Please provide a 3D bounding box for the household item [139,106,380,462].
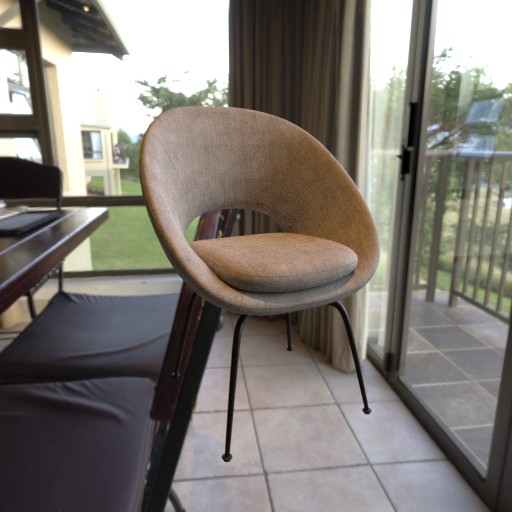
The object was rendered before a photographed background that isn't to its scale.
[{"bbox_3d":[0.000,0.000,1.309,0.643,0.869,0.587,-7,16,-25],"label":"household item"}]
